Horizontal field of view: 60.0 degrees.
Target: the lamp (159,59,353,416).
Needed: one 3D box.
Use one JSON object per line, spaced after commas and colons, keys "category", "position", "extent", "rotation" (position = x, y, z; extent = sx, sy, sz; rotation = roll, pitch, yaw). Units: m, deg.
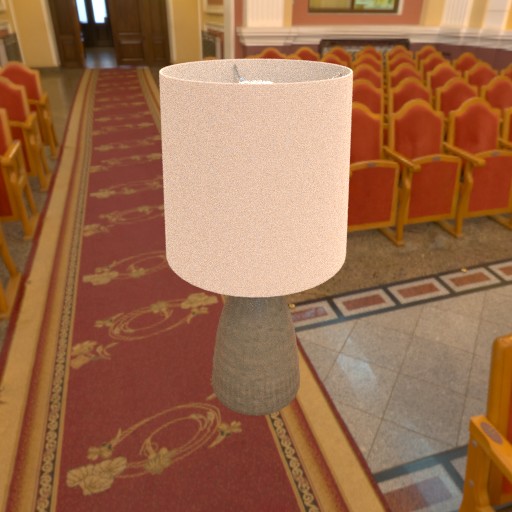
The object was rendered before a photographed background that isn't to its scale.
{"category": "lamp", "position": [0.000, 0.000, 0.472], "extent": [0.186, 0.369, 0.186], "rotation": [0, 30, 0]}
